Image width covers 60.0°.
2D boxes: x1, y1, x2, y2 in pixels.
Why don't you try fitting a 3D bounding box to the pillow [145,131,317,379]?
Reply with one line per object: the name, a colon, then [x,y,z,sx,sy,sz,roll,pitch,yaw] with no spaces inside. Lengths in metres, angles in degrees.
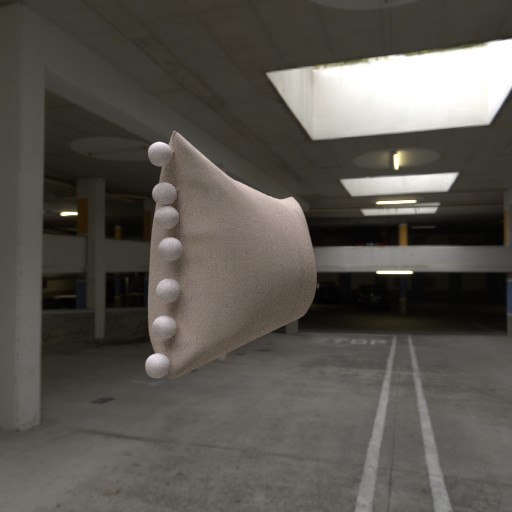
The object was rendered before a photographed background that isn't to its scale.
pillow: [0.000,0.000,0.846,0.201,0.322,0.709,0,-2,18]
